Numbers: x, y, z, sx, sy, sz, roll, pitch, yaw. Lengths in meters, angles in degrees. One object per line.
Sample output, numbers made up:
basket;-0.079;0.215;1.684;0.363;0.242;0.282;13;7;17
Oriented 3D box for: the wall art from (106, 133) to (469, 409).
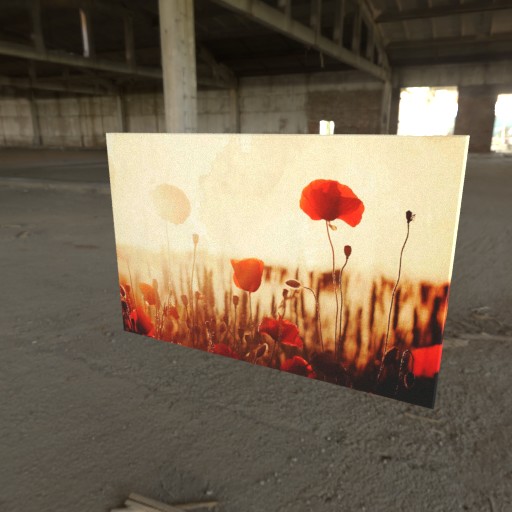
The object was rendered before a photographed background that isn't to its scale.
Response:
wall art;0.000;0.000;1.134;0.918;0.602;0.038;8;18;25
